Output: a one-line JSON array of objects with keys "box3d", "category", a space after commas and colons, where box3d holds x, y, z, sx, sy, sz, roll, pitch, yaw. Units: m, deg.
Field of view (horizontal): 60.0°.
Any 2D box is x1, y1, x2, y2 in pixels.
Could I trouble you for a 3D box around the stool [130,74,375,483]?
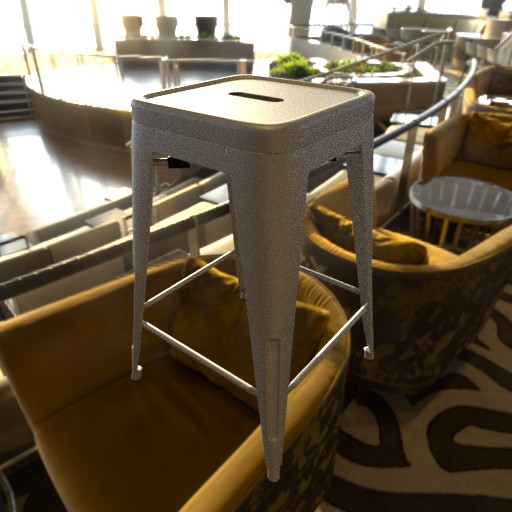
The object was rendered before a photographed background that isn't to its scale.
[{"box3d": [0.000, 0.000, 0.871, 0.406, 0.610, 0.406, 22, 38, 32], "category": "stool"}]
